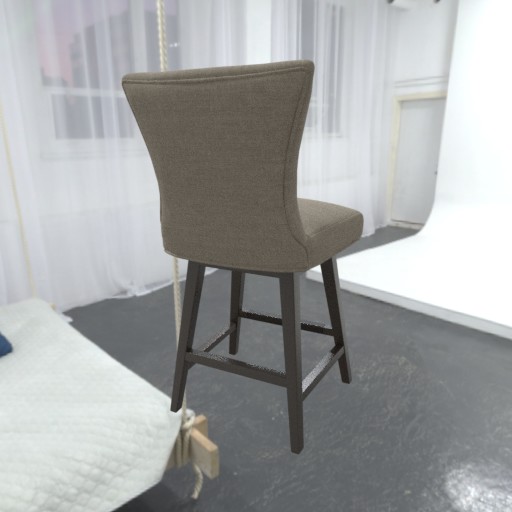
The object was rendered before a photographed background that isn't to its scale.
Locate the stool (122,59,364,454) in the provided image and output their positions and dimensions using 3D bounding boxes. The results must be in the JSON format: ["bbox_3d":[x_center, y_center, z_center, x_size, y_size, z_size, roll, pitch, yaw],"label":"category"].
[{"bbox_3d":[0.000,0.000,1.331,0.514,1.000,0.574,8,17,26],"label":"stool"}]
